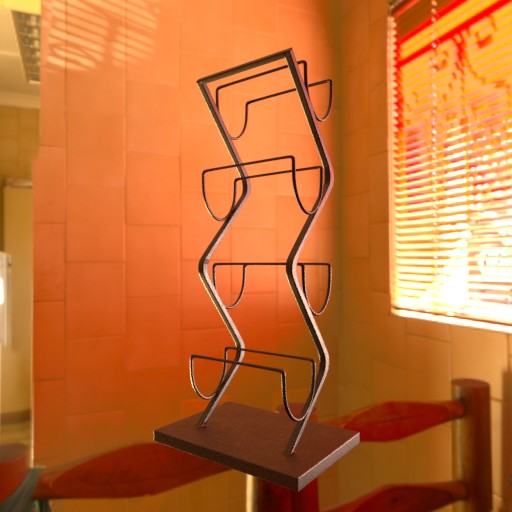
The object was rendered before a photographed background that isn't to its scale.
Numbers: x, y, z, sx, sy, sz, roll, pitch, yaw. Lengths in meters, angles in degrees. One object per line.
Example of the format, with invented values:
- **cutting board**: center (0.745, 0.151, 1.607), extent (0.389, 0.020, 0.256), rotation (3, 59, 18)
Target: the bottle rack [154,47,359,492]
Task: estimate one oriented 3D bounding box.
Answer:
- **bottle rack**: center (0.000, 0.000, 0.670), extent (0.254, 0.559, 0.178), rotation (-1, -1, 36)
